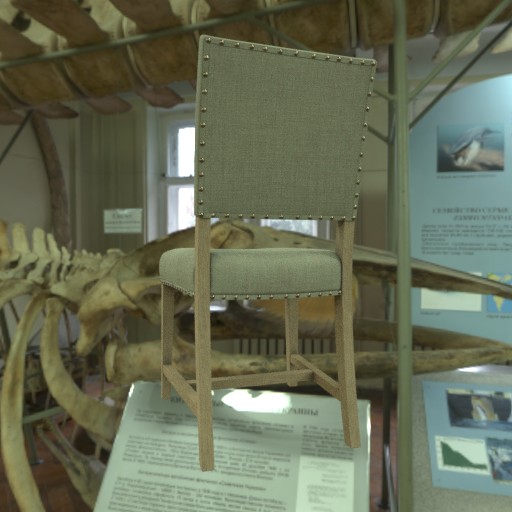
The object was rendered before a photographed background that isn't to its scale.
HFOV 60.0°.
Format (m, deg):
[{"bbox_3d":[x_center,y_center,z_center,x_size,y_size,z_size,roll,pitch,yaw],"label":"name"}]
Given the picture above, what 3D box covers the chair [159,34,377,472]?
[{"bbox_3d":[0.000,0.000,1.310,0.508,0.986,0.622,0,1,-18],"label":"chair"}]
